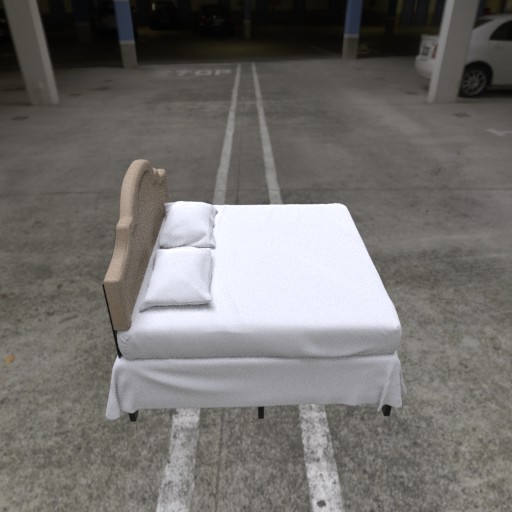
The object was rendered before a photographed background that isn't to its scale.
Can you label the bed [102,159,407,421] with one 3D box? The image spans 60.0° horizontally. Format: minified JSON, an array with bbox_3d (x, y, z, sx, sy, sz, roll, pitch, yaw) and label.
[{"bbox_3d":[0.000,0.000,3.813,2.222,1.631,2.303,-1,32,-1],"label":"bed"}]
